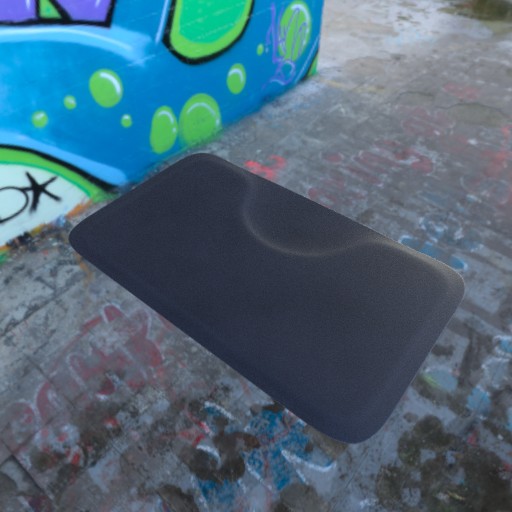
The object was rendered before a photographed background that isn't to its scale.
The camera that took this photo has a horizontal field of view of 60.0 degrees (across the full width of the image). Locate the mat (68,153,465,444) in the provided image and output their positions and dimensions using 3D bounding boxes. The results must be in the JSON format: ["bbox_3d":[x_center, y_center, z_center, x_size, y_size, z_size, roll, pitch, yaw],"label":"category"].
[{"bbox_3d":[0.000,0.000,1.856,1.524,0.013,0.918,30,53,26],"label":"mat"}]
